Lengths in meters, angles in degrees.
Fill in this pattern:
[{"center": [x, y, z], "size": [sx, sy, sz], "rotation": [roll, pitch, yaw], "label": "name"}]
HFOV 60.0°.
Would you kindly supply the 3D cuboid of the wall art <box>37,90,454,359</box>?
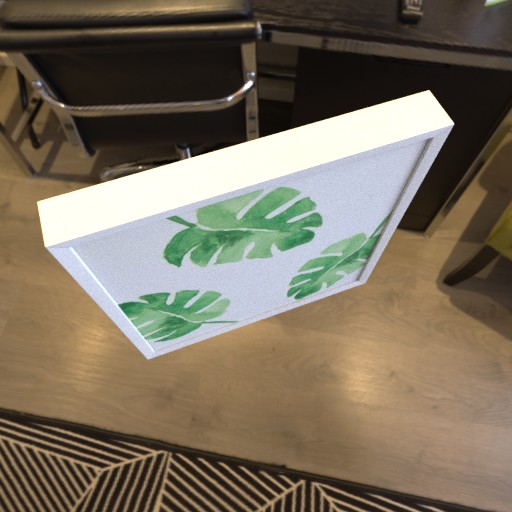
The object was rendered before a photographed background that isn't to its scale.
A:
[{"center": [0.000, 0.000, 0.454], "size": [0.305, 0.305, 0.038], "rotation": [-18, 65, -9], "label": "wall art"}]
